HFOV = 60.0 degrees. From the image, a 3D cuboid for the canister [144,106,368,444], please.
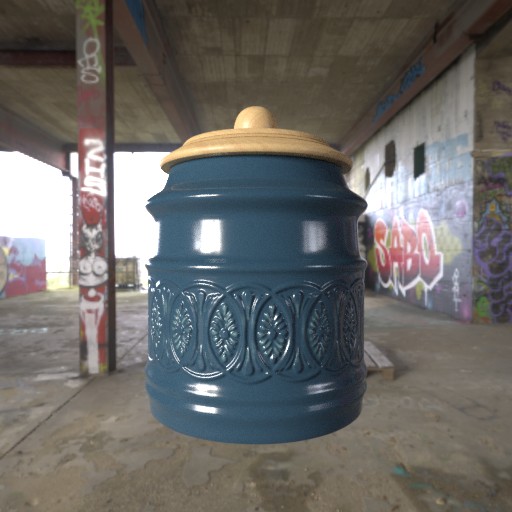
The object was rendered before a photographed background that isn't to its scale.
[{"bbox_3d":[0.000,0.000,0.265,0.130,0.176,0.130,0,1,0],"label":"canister"}]
